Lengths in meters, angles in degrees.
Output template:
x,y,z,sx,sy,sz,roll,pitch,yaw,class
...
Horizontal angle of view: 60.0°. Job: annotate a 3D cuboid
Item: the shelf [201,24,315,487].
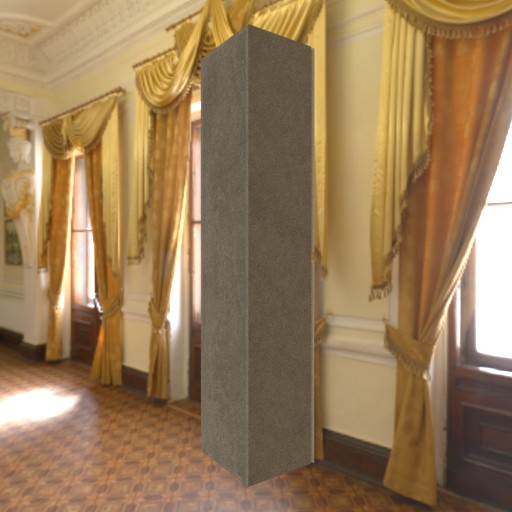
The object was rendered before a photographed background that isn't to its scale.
x,y,z,sx,sy,sz,roll,pitch,yaw,class
0.000,0.000,1.541,0.270,1.400,0.300,0,1,-35,shelf
